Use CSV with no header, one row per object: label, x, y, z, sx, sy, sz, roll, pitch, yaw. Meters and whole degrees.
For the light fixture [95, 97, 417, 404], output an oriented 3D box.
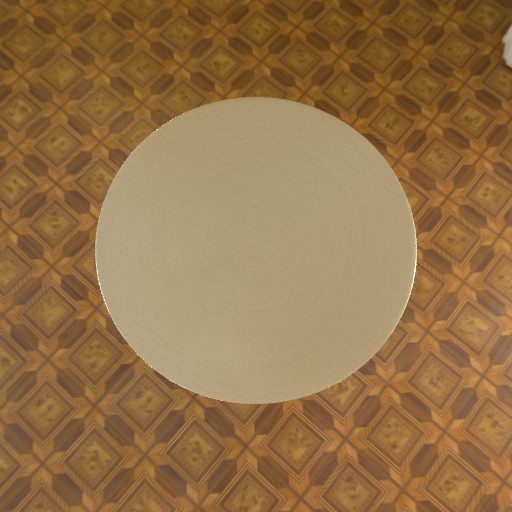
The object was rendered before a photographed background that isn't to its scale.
light fixture,0.000,0.000,0.452,0.280,0.135,0.280,0,75,0
